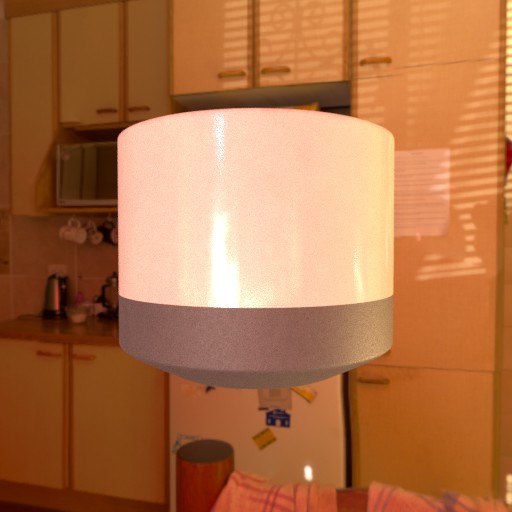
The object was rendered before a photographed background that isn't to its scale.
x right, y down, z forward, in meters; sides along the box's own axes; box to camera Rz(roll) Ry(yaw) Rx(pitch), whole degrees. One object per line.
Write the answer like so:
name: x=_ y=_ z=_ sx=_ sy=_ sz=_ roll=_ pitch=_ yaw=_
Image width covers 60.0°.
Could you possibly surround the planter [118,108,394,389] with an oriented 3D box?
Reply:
planter: x=0.000 y=0.000 z=0.217 sx=0.128 sy=0.105 sz=0.128 roll=0 pitch=2 yaw=0
